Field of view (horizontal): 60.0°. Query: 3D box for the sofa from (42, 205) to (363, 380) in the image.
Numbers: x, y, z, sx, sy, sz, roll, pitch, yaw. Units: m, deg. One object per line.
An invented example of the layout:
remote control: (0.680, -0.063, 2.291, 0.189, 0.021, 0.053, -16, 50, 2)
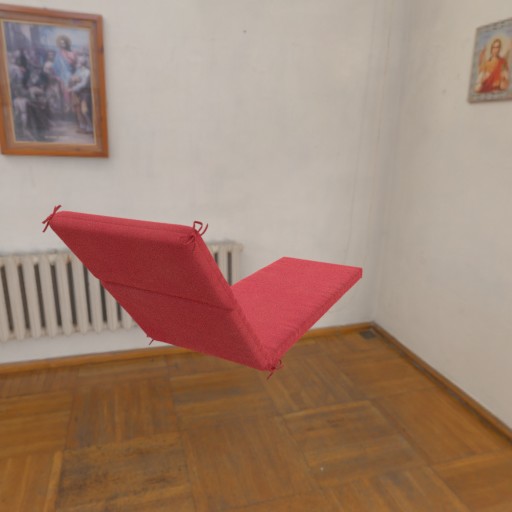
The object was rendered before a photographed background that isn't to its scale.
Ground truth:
sofa: (0.000, 0.000, 1.932, 0.582, 0.622, 1.663, 8, 18, 28)
